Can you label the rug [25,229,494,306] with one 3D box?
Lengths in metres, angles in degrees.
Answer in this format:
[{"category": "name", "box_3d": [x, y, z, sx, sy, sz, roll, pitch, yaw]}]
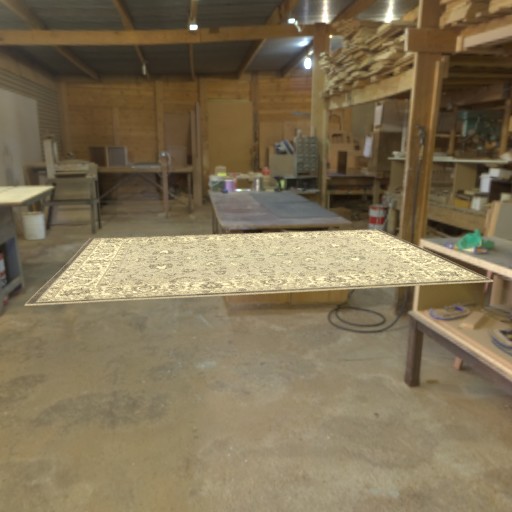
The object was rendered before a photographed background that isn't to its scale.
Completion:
[{"category": "rug", "box_3d": [0.000, 0.000, 2.990, 2.438, 0.011, 1.524, -2, 15, -9]}]
